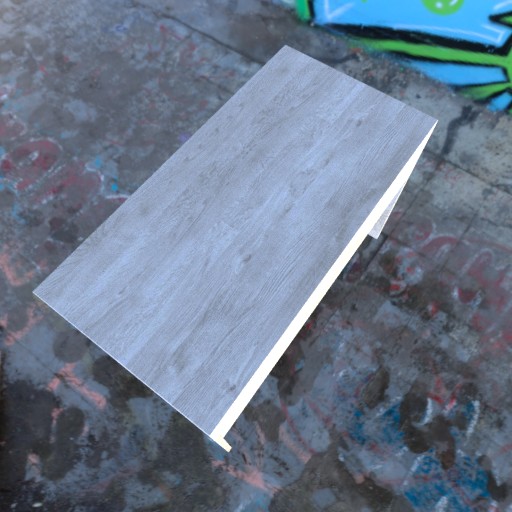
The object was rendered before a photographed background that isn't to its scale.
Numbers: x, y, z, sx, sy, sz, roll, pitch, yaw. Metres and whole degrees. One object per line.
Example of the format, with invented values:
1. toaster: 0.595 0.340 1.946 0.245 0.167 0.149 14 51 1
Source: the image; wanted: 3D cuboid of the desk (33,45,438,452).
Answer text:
1. desk: 0.000 0.000 1.542 0.560 0.730 1.100 33 68 15
